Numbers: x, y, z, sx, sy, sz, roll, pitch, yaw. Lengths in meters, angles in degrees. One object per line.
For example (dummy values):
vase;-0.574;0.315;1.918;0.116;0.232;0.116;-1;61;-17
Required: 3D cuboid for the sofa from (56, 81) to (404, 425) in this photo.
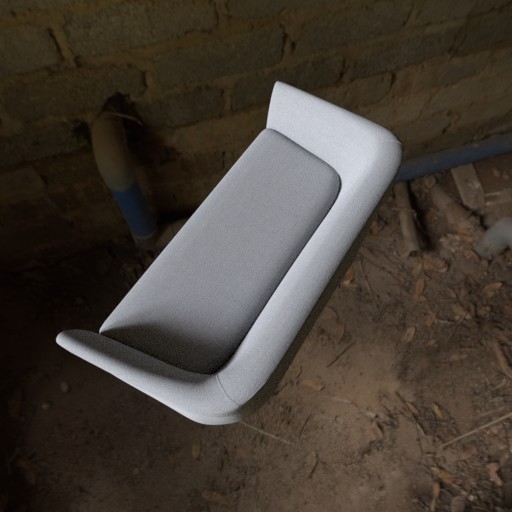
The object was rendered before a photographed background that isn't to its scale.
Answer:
sofa;0.000;0.000;1.875;0.705;0.721;1.452;30;67;14
